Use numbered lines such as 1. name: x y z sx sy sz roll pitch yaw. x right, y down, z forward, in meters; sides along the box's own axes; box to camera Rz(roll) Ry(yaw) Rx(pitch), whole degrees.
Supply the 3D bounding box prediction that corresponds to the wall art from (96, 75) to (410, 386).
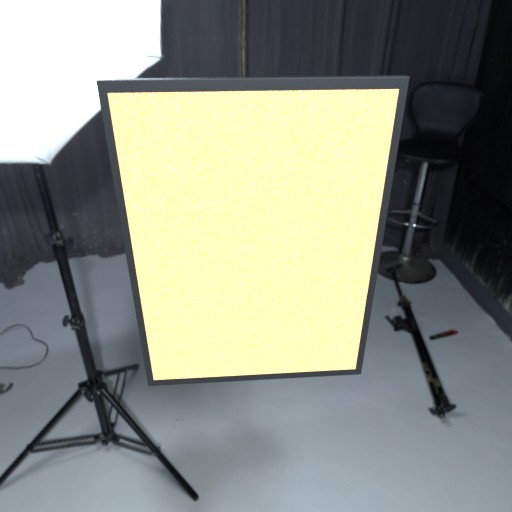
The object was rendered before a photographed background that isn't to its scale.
1. wall art: 0.000 0.000 1.362 0.774 1.027 0.030 -2 30 -4
